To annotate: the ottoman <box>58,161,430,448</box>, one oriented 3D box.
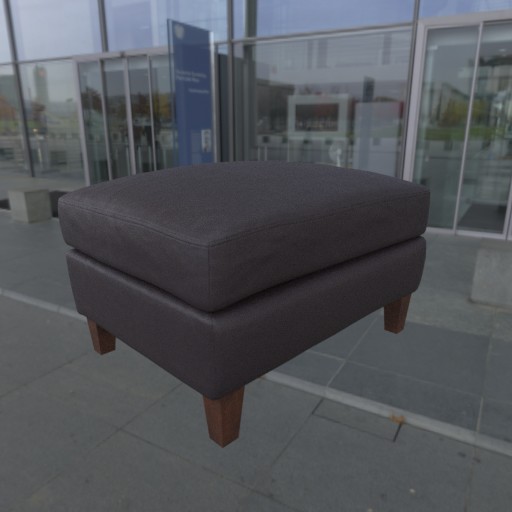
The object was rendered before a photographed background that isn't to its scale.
[{"bbox_3d":[0.000,0.000,1.276,0.887,0.529,0.659,-16,23,-42],"label":"ottoman"}]
